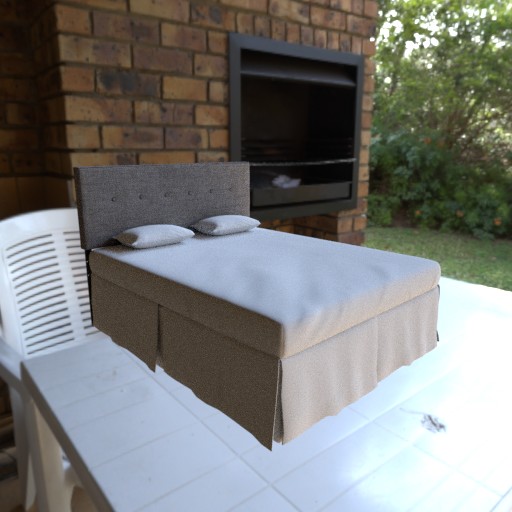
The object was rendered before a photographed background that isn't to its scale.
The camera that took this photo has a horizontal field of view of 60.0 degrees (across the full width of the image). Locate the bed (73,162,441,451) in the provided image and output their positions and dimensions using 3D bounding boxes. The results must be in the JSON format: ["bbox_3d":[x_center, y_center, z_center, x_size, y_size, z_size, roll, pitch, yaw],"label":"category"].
[{"bbox_3d":[0.000,0.000,2.996,1.621,1.168,1.958,-13,19,-42],"label":"bed"}]
